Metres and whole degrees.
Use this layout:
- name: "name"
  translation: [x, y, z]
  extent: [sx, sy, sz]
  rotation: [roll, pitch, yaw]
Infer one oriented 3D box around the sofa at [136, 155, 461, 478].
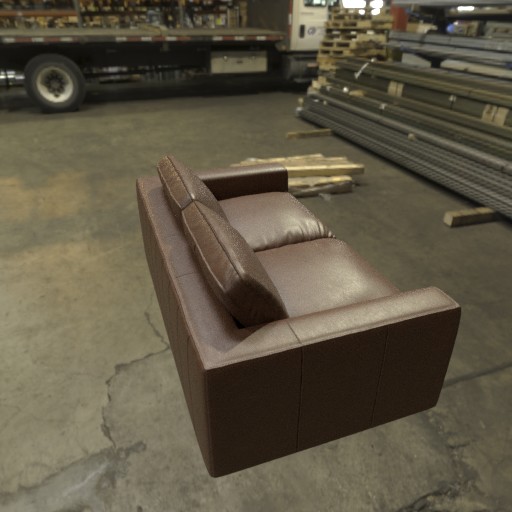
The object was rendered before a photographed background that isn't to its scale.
- name: "sofa"
  translation: [0.000, 0.000, 2.415]
  extent: [1.070, 0.800, 1.920]
  rotation: [-10, 31, -17]
